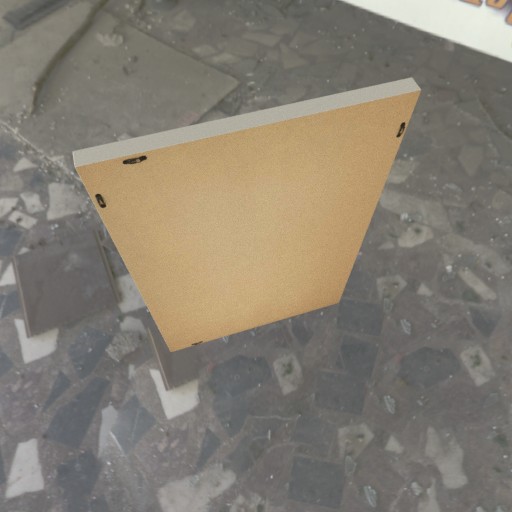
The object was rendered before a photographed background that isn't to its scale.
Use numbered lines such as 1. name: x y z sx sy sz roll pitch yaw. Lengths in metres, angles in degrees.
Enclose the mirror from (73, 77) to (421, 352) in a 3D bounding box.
1. mirror: 0.000 0.000 1.147 0.609 0.914 0.041 -15 61 -9
